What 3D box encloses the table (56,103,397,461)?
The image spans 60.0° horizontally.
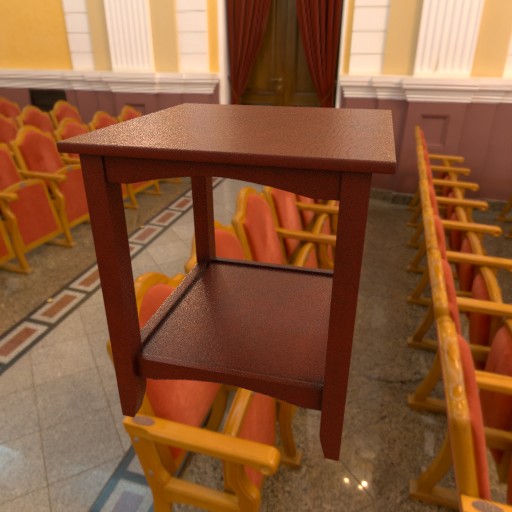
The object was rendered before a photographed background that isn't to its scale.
[{"bbox_3d":[0.000,0.000,0.958,0.522,0.558,0.523,8,27,15],"label":"table"}]
